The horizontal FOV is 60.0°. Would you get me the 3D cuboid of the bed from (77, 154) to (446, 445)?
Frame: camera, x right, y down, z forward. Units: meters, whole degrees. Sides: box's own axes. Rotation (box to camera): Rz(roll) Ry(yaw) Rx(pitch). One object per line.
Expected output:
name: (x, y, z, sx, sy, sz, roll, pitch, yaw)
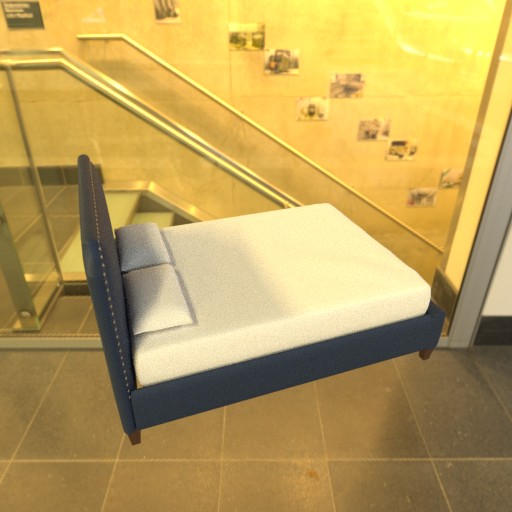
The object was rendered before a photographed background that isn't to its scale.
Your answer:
bed: (0.000, 0.000, 3.436, 2.372, 1.443, 1.712, -10, 32, -17)
